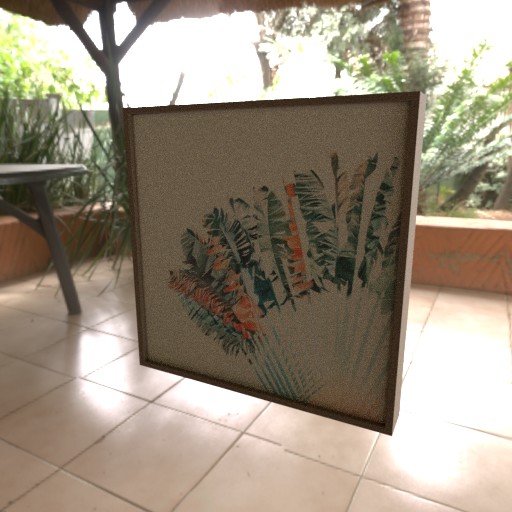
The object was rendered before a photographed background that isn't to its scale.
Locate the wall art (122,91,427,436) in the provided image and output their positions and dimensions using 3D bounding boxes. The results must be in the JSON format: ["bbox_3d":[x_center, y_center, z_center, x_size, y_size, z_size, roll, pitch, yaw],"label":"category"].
[{"bbox_3d":[0.000,0.000,0.461,0.304,0.303,0.038,7,15,27],"label":"wall art"}]
